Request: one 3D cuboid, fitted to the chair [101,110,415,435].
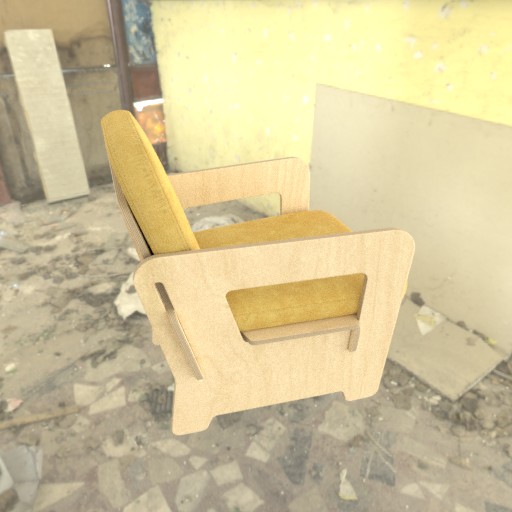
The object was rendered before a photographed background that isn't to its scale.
[{"bbox_3d":[0.000,0.000,1.259,0.710,0.800,0.590,-10,31,-17],"label":"chair"}]
